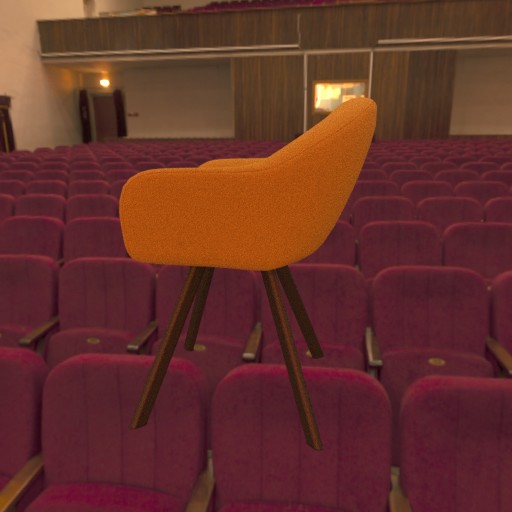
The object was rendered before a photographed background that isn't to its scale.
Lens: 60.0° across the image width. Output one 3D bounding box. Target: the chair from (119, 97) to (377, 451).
[{"bbox_3d":[0.000,0.000,1.160,0.565,0.775,0.545,2,14,8],"label":"chair"}]
